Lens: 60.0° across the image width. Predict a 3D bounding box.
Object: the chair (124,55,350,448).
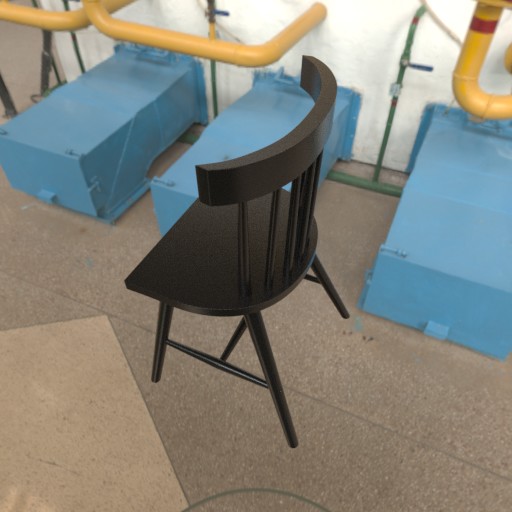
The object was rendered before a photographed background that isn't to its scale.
[{"bbox_3d":[0.000,0.000,1.132,0.483,0.844,0.506,19,49,17],"label":"chair"}]
